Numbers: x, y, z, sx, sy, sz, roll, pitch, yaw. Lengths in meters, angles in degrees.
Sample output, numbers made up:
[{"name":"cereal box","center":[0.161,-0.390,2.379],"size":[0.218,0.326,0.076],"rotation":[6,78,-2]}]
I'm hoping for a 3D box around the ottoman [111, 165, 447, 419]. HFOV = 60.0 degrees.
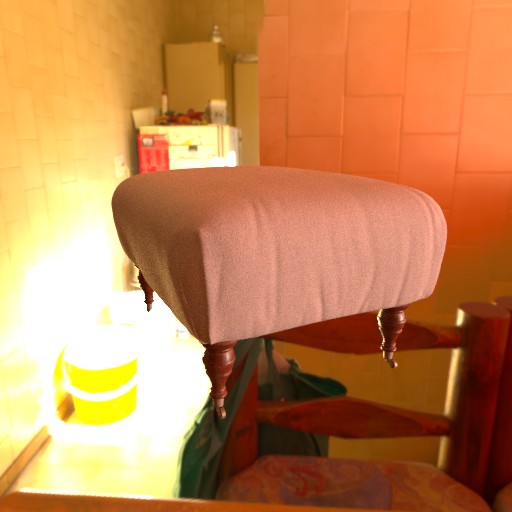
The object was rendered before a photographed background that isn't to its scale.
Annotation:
[{"name":"ottoman","center":[0.000,0.000,1.162],"size":[0.622,0.450,0.746],"rotation":[-7,16,-26]}]
